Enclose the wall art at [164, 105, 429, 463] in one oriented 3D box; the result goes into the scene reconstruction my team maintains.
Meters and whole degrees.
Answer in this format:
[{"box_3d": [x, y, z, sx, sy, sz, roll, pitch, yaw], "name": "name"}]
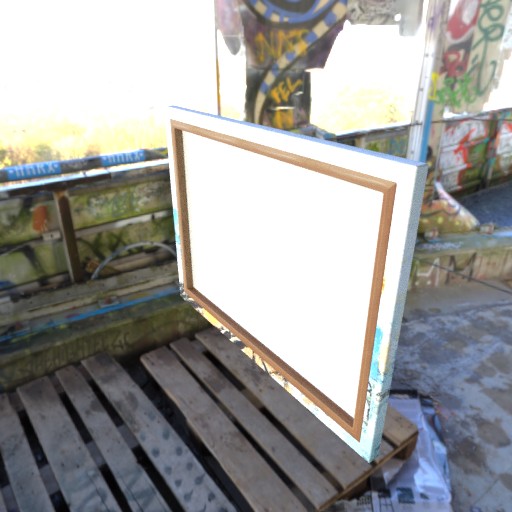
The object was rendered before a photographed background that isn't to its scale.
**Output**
[{"box_3d": [0.000, 0.000, 1.332, 0.038, 0.762, 1.016, -18, 31, -32], "name": "wall art"}]
